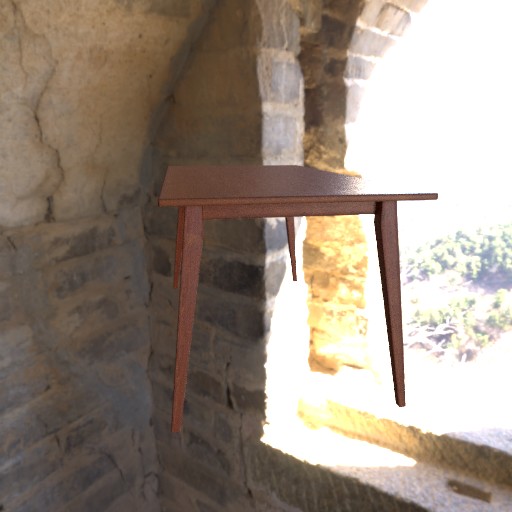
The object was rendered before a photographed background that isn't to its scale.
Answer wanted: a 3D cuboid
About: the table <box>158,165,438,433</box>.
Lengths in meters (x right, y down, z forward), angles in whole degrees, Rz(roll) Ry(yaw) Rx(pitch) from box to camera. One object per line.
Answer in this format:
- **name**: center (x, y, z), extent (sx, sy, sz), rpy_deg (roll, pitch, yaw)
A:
- **table**: center (0.000, 0.000, 2.095), extent (0.811, 0.755, 1.609), rpy_deg (-3, 15, -10)
